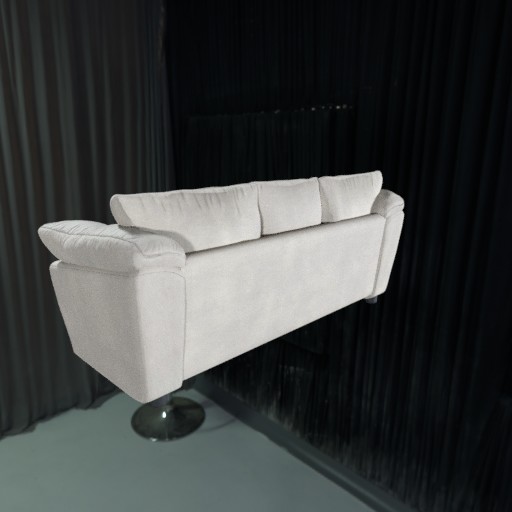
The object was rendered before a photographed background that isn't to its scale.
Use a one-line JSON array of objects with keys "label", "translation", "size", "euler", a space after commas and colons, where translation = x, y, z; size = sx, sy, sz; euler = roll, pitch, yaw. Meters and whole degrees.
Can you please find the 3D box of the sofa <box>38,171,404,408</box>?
[{"label": "sofa", "translation": [0.000, 0.000, 2.819], "size": [0.878, 0.996, 2.334], "euler": [14, 20, 43]}]
